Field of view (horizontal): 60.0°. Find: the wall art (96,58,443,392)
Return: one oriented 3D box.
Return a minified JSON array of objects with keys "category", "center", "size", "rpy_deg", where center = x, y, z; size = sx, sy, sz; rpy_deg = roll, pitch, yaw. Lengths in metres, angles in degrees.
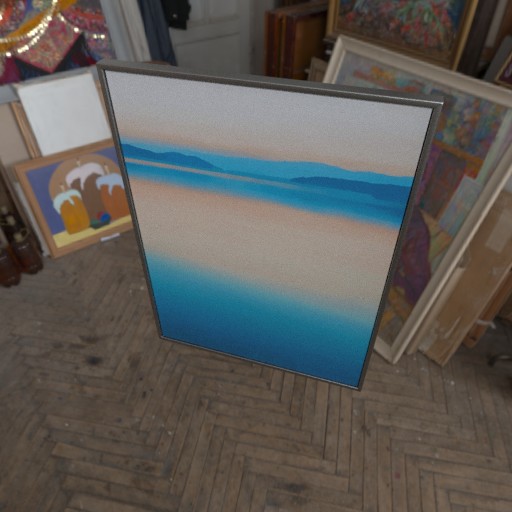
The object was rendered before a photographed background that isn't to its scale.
[{"category":"wall art","center":[0.000,0.000,1.343],"size":[0.801,1.062,0.037],"rpy_deg":[12,43,13]}]
